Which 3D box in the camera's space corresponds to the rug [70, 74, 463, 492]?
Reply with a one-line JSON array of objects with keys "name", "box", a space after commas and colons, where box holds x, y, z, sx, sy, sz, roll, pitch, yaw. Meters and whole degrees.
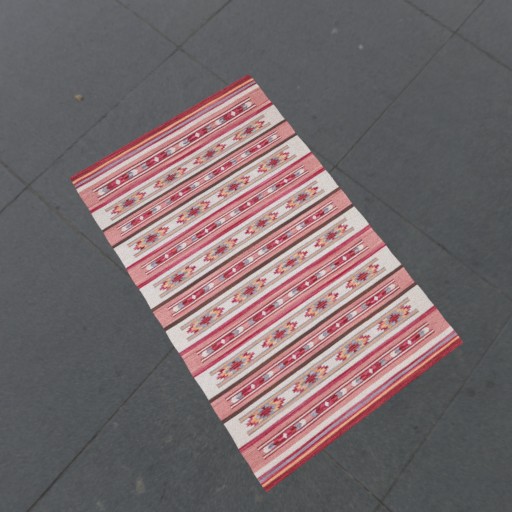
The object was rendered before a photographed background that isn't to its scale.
[{"name": "rug", "box": [0.000, 0.000, 2.973, 1.535, 0.010, 2.431, -33, 77, -9]}]
